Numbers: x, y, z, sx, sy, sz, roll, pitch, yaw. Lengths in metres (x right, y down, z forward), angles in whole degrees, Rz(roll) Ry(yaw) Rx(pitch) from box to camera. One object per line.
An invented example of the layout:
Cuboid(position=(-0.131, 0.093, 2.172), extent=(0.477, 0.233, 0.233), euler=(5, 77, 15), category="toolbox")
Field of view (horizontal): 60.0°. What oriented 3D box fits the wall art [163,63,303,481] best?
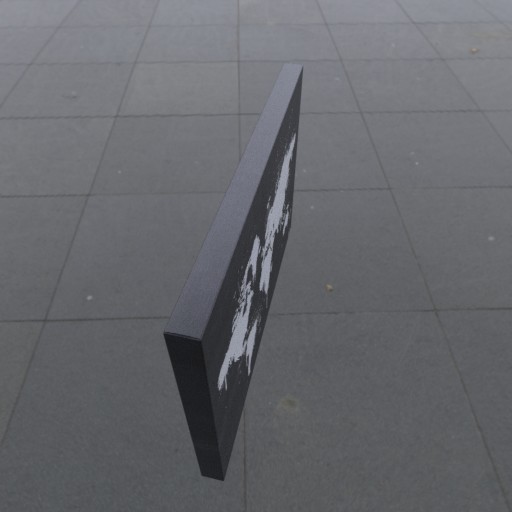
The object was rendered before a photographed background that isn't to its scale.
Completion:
Cuboid(position=(0.000, 0.000, 0.763), extent=(0.038, 0.409, 0.610), euler=(10, 47, 9), category="wall art")
